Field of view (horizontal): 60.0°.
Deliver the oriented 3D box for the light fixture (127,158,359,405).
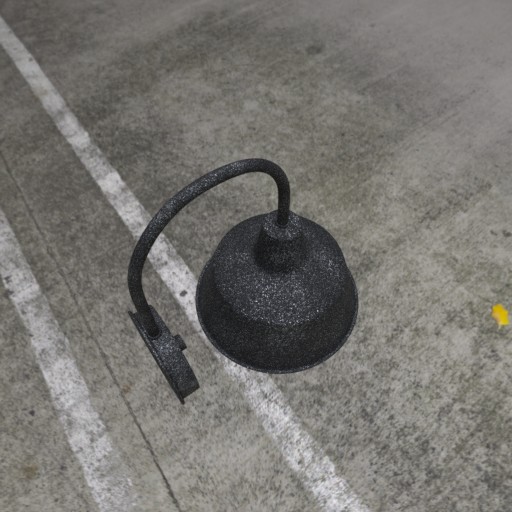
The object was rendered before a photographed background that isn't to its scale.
[{"bbox_3d":[0.000,0.000,0.477,0.283,0.300,0.216,-30,62,-18],"label":"light fixture"}]
